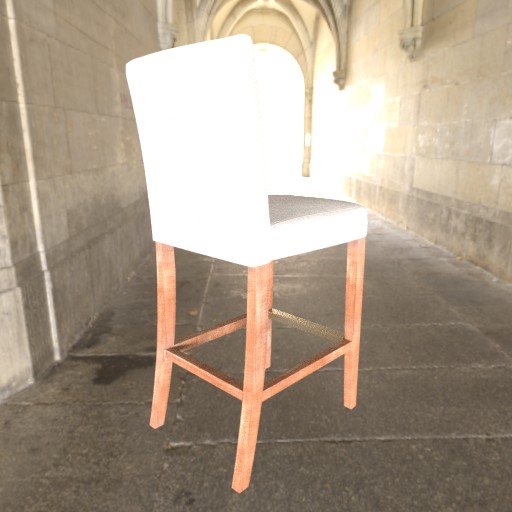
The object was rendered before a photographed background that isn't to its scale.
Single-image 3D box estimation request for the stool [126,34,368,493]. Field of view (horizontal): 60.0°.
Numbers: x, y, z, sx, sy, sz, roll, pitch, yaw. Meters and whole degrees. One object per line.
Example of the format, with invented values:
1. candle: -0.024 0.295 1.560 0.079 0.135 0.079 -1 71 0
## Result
1. stool: 0.000 0.000 1.331 0.439 1.088 0.570 14 20 42
